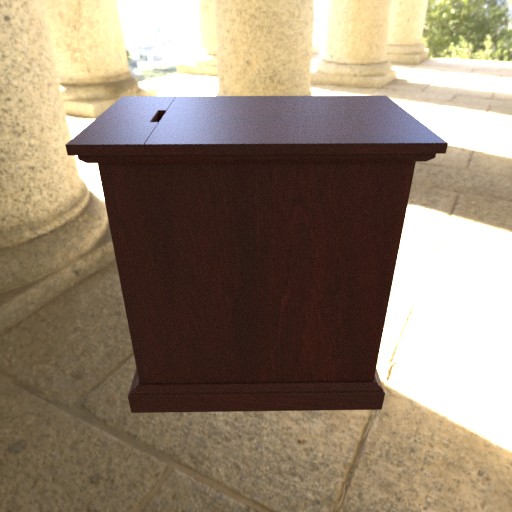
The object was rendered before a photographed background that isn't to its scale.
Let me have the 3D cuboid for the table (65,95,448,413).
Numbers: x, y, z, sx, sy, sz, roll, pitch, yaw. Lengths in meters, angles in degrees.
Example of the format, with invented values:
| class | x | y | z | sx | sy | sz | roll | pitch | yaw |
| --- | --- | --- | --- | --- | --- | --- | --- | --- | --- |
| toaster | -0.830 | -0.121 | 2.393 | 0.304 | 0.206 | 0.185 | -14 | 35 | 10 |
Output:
| class | x | y | z | sx | sy | sz | roll | pitch | yaw |
| --- | --- | --- | --- | --- | --- | --- | --- | --- | --- |
| table | 0.000 | 0.000 | 0.985 | 0.584 | 0.612 | 0.356 | 0 | 31 | -1 |
